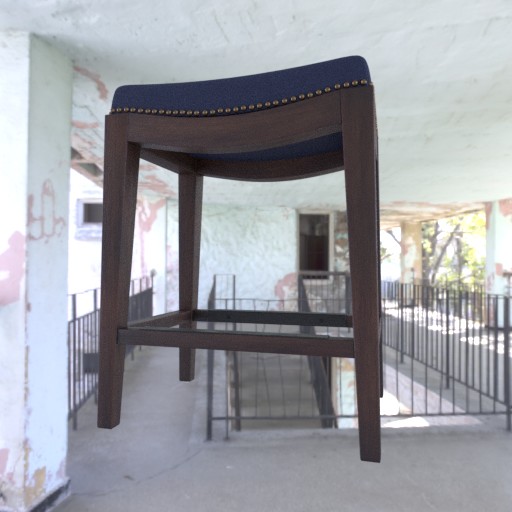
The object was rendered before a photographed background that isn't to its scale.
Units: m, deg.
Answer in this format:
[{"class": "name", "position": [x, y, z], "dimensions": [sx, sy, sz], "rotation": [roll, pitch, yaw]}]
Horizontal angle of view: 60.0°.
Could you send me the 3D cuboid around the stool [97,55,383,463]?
[{"class": "stool", "position": [0.000, 0.000, 0.916], "dimensions": [0.500, 0.642, 0.361], "rotation": [0, -1, 17]}]
